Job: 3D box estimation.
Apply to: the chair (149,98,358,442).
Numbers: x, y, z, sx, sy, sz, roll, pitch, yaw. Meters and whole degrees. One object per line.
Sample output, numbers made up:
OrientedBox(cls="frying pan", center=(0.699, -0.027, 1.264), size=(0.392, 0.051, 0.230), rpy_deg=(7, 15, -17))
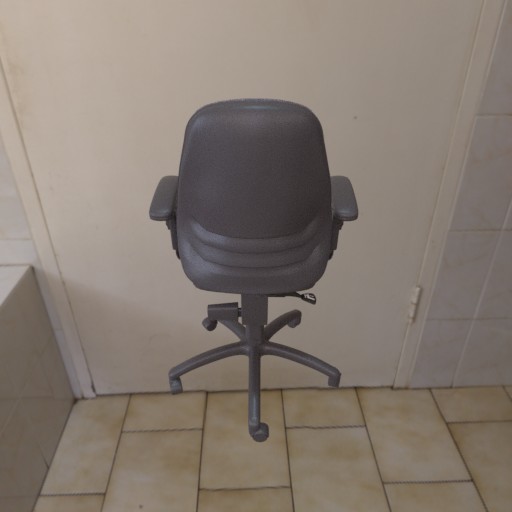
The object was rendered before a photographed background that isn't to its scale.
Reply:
OrientedBox(cls="chair", center=(0.000, 0.000, 1.230), size=(0.550, 0.910, 0.530), rpy_deg=(0, 32, 0))
